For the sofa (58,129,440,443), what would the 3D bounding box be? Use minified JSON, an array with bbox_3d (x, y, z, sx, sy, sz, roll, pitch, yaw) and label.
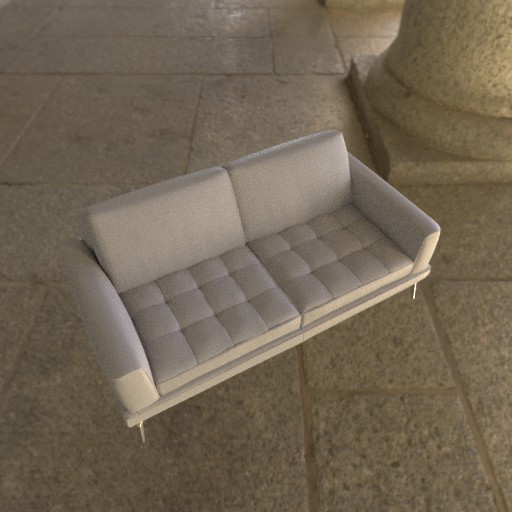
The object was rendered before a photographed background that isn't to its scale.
[{"bbox_3d":[0.000,0.000,2.815,2.177,0.930,1.121,-22,50,-20],"label":"sofa"}]
